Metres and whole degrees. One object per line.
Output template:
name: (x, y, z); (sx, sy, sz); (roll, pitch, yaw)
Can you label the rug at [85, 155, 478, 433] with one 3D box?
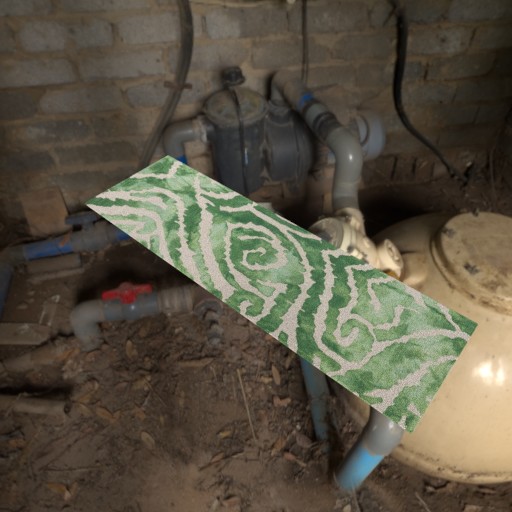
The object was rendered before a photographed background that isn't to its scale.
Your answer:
rug: (0.000, 0.000, 2.689); (2.438, 0.006, 0.761); (32, 54, 27)
